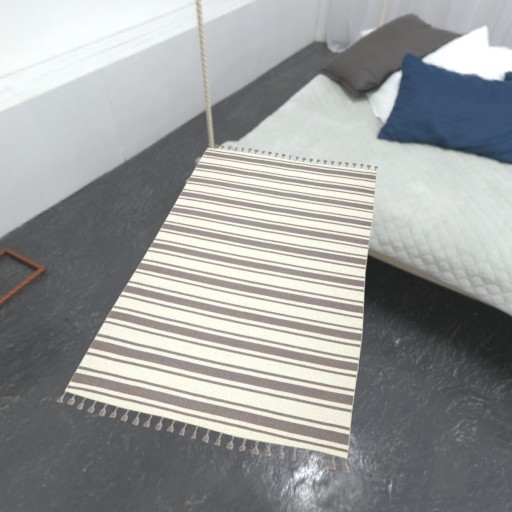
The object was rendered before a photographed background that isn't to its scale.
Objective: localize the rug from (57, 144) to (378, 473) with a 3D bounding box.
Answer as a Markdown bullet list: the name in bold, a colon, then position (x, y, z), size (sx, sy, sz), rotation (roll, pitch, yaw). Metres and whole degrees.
- **rug**: position (0.000, 0.000, 2.467), size (1.229, 0.011, 2.096), rotation (10, 47, 10)
